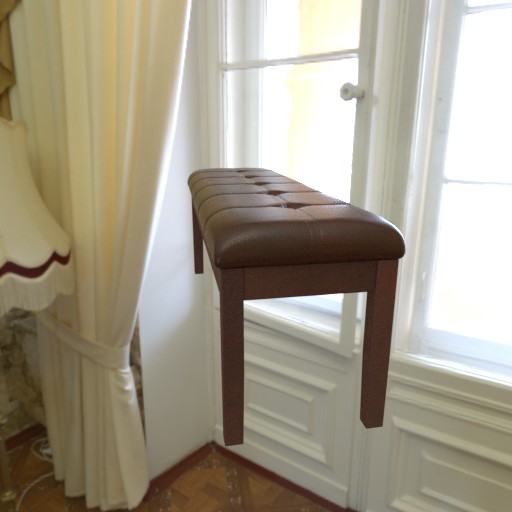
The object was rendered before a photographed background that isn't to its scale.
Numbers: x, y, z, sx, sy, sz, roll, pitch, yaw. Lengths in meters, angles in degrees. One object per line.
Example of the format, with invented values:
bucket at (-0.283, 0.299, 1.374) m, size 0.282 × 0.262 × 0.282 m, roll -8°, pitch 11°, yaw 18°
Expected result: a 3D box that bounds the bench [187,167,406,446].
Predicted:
bench at (0.000, 0.000, 1.502) m, size 0.401 × 0.491 × 1.259 m, roll -3°, pitch 17°, yaw -10°
